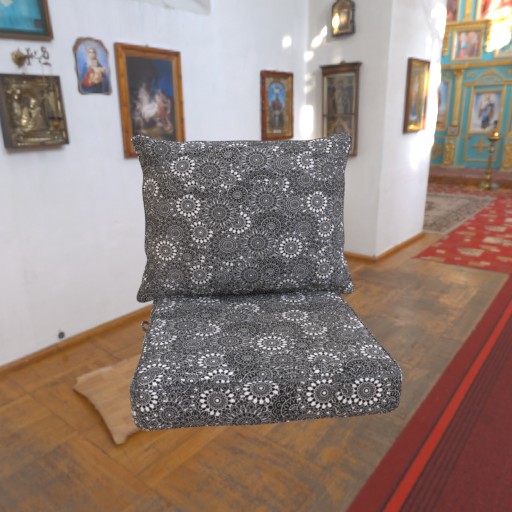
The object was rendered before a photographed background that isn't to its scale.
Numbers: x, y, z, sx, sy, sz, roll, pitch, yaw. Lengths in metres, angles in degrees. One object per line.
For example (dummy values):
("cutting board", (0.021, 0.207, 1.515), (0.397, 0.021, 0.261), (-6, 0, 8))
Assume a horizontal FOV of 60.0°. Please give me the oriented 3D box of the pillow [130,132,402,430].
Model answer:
("pillow", (0.000, 0.000, 1.359), (0.798, 0.722, 0.740), (-2, 16, -6))
